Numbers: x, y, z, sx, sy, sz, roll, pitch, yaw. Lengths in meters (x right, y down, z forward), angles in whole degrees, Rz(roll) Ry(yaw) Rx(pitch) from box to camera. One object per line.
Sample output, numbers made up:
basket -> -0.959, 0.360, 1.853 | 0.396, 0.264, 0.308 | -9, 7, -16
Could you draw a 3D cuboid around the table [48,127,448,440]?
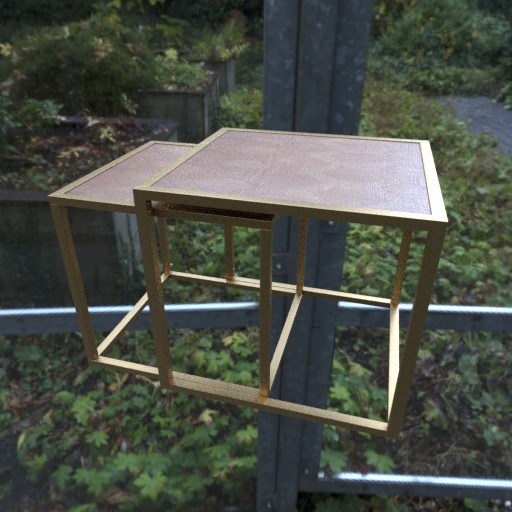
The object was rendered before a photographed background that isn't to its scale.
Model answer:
table -> 0.000, 0.000, 1.110 | 0.762, 0.505, 0.505 | 8, 30, 13
